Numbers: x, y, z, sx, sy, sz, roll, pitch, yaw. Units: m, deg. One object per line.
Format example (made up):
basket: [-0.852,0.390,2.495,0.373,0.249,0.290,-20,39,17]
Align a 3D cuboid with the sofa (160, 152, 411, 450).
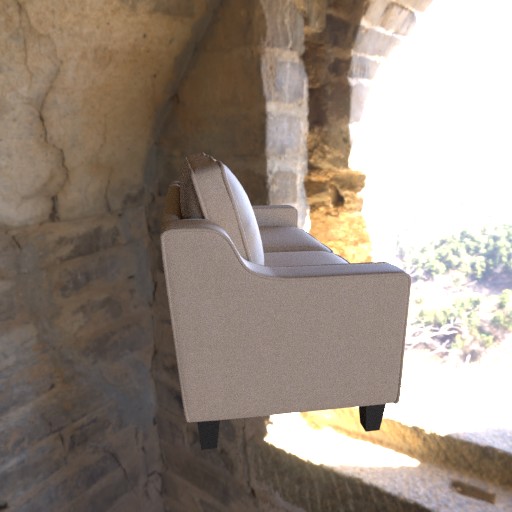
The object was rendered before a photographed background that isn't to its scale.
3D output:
sofa: [0.000,0.000,3.512,1.351,1.562,2.587,-2,15,-9]
